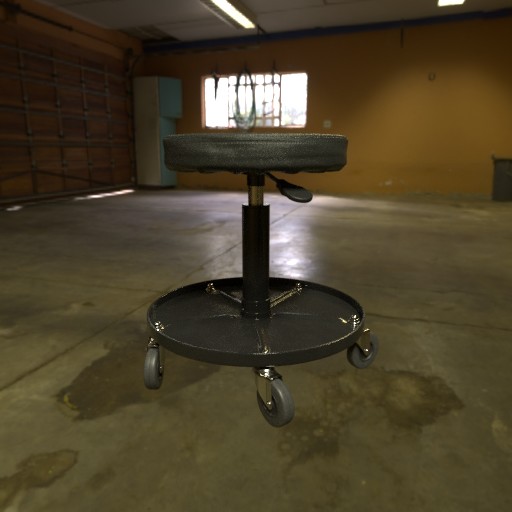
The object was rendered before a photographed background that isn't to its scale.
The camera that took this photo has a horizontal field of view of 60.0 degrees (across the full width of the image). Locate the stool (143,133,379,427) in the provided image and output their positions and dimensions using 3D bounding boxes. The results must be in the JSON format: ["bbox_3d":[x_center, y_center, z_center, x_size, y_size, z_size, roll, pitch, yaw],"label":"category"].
[{"bbox_3d":[0.000,0.000,0.696,0.381,0.365,0.382,-7,15,-27],"label":"stool"}]
